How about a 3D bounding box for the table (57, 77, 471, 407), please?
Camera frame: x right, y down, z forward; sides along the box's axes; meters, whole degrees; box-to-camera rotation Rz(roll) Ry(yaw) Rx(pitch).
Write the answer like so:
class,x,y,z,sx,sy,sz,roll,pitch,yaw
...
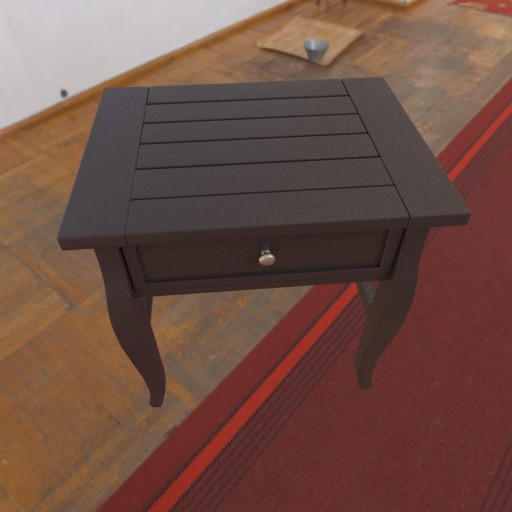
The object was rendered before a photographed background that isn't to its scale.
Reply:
class,x,y,z,sx,sy,sz,roll,pitch,yaw
table,0.000,0.000,1.013,0.602,0.605,0.460,-4,46,-4
